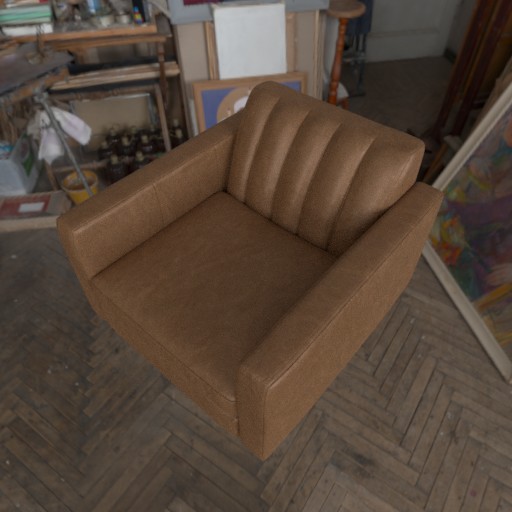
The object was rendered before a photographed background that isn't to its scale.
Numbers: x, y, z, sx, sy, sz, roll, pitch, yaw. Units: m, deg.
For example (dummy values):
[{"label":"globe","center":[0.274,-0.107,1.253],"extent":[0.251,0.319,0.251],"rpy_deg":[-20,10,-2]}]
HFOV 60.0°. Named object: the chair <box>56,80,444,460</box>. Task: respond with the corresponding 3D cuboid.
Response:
[{"label":"chair","center":[0.000,0.000,1.649],"extent":[0.953,0.819,0.998],"rpy_deg":[32,55,26]}]
